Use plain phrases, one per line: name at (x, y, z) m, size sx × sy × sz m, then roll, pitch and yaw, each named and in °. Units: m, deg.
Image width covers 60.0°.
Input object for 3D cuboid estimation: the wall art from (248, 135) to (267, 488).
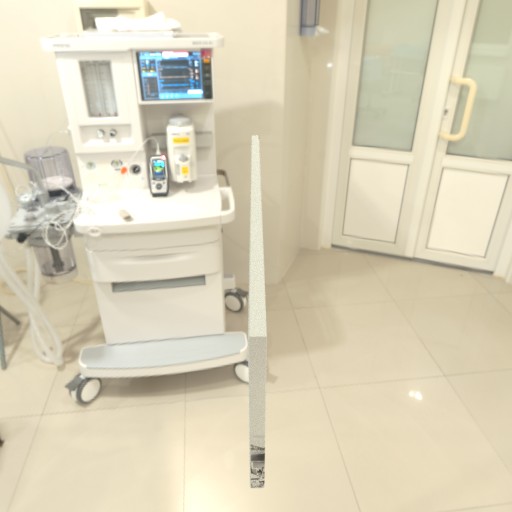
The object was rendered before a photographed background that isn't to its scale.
wall art at (0.000, 0.000, 1.676) m, size 0.039 × 0.507 × 1.520 m, roll 0°, pitch 30°, yaw 0°
